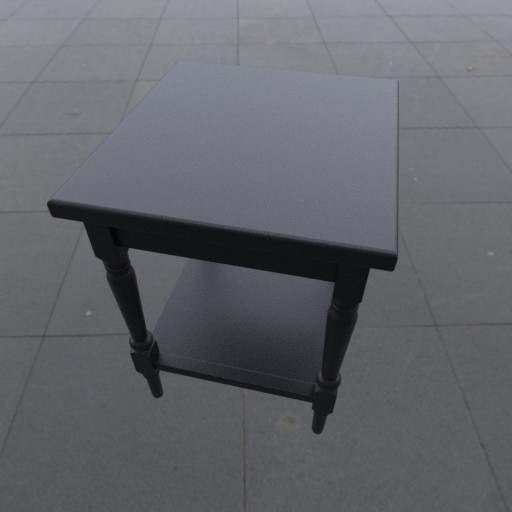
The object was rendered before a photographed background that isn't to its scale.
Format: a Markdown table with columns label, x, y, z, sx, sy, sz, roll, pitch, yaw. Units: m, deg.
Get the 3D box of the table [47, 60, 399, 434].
| label | x | y | z | sx | sy | sz | roll | pitch | yaw |
| --- | --- | --- | --- | --- | --- | --- | --- | --- | --- |
| table | 0.000 | 0.000 | 0.898 | 0.442 | 0.565 | 0.488 | 9 | 45 | 9 |
